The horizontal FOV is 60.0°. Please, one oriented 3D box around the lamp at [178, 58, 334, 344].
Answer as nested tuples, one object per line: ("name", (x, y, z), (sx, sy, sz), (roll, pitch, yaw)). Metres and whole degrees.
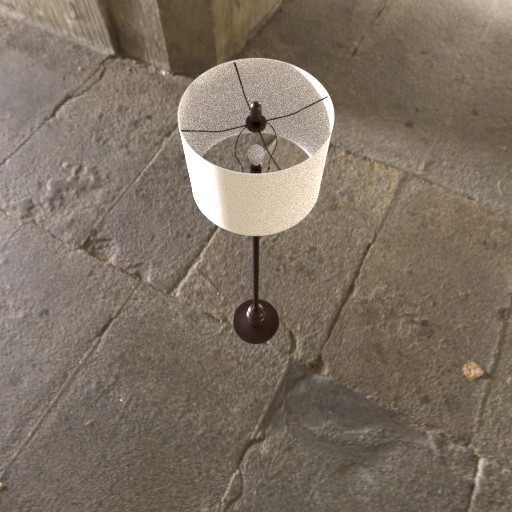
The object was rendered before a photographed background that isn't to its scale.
("lamp", (0.000, 0.000, 1.647), (0.356, 1.487, 0.356), (-16, 64, -8))
